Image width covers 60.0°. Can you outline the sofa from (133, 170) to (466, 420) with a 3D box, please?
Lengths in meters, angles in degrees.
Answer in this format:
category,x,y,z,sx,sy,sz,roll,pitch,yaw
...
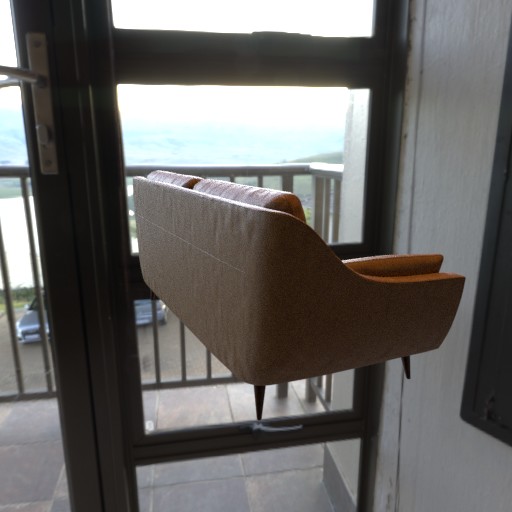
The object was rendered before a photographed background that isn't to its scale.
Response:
category,x,y,z,sx,sy,sz,roll,pitch,yaw
sofa,0.000,0.000,2.356,0.904,0.839,1.902,-7,16,-27
